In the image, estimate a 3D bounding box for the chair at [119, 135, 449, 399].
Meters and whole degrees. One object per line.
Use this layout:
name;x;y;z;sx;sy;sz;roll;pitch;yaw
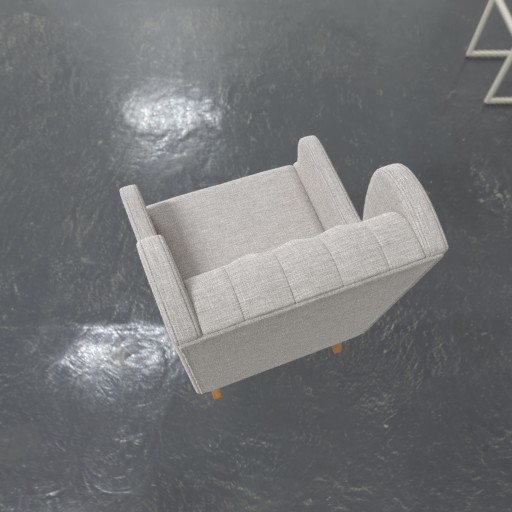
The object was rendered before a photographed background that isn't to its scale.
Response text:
chair;0.000;0.000;1.446;0.710;0.930;0.760;-18;60;-11
